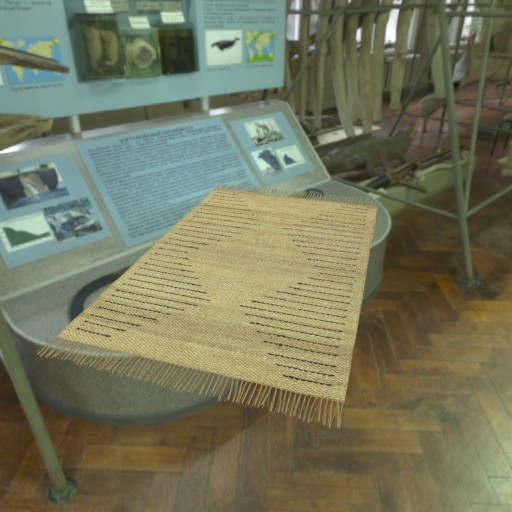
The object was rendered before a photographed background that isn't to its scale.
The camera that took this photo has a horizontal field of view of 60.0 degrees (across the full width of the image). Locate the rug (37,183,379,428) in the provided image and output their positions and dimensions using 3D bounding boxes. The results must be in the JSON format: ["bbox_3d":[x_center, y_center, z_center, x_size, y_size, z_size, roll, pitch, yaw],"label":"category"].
[{"bbox_3d":[0.000,0.000,2.493,1.224,0.027,2.085,9,31,15],"label":"rug"}]
